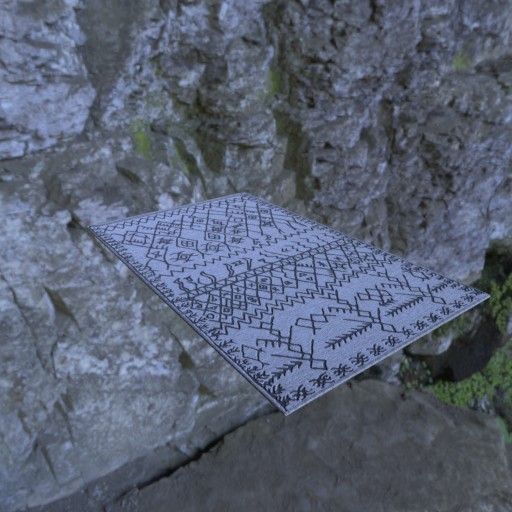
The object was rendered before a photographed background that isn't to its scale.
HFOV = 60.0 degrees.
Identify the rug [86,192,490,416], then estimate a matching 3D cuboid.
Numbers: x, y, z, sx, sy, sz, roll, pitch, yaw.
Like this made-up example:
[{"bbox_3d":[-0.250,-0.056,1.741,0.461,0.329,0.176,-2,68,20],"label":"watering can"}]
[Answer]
[{"bbox_3d":[0.000,0.000,3.008,1.526,0.012,2.444,-18,31,-32],"label":"rug"}]
